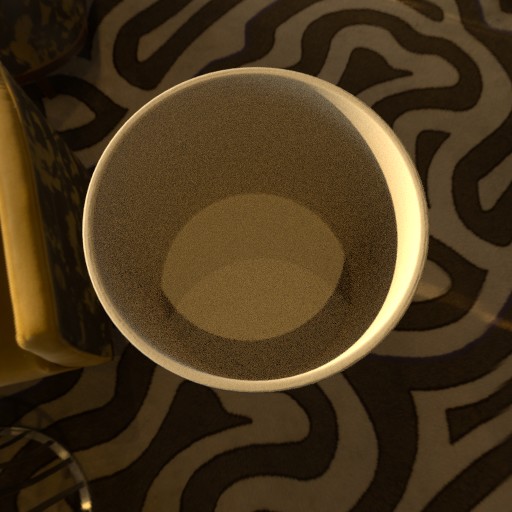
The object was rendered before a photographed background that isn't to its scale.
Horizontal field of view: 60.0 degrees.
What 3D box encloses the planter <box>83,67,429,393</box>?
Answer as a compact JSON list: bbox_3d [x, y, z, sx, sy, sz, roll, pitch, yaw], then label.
[{"bbox_3d":[0.000,0.000,0.380,0.221,0.201,0.221,0,74,0],"label":"planter"}]
